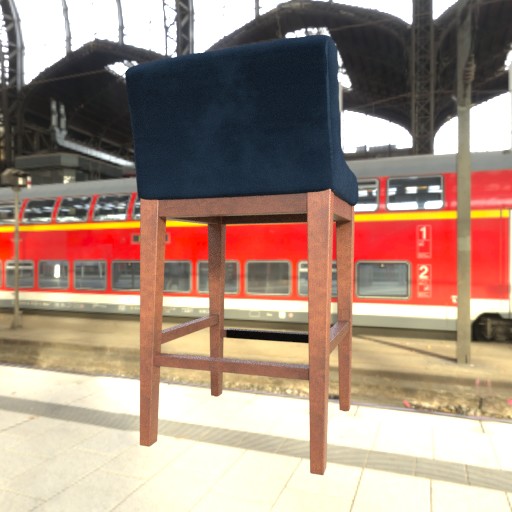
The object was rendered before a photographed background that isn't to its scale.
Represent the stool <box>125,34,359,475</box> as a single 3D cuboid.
[{"bbox_3d":[0.000,0.000,1.219,0.511,0.945,0.516,0,0,19],"label":"stool"}]
